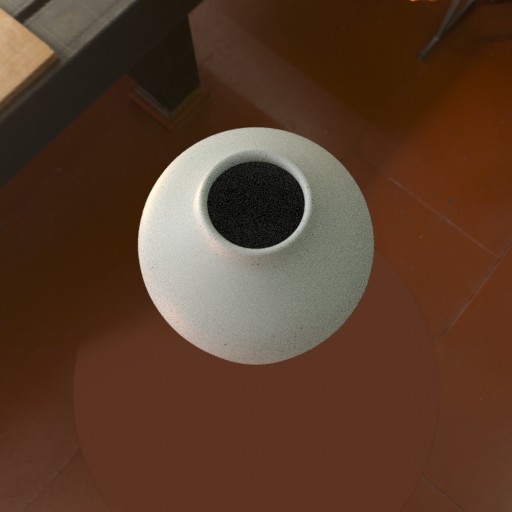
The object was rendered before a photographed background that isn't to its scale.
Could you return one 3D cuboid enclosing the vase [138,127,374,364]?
[{"bbox_3d":[0.000,0.000,0.358,0.169,0.240,0.169,0,75,0],"label":"vase"}]
